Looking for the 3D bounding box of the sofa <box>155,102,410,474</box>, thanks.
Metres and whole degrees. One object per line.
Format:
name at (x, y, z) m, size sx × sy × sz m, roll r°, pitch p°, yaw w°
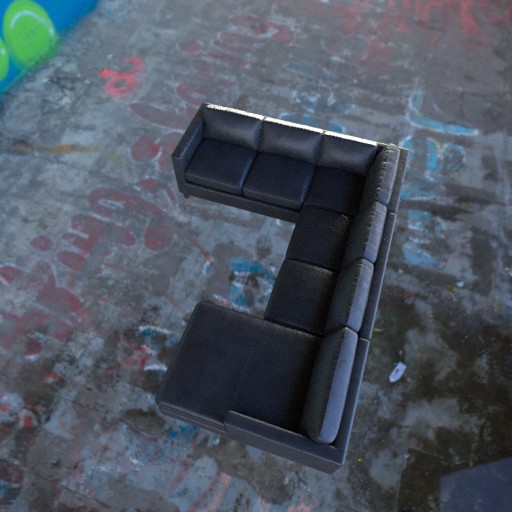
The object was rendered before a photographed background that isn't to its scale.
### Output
sofa at (0.000, 0.000, 4.465) m, size 2.452 × 0.891 × 3.324 m, roll 16°, pitch 60°, yaw 10°
